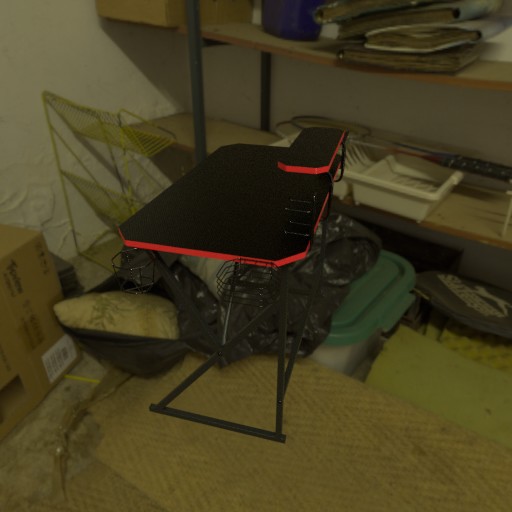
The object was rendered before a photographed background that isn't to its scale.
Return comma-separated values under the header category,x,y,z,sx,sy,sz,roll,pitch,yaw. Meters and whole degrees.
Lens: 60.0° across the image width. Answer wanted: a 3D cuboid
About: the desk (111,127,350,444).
category,x,y,z,sx,sy,sz,roll,pitch,yaw
desk,0.000,0.000,1.743,0.588,0.913,1.280,8,30,14
